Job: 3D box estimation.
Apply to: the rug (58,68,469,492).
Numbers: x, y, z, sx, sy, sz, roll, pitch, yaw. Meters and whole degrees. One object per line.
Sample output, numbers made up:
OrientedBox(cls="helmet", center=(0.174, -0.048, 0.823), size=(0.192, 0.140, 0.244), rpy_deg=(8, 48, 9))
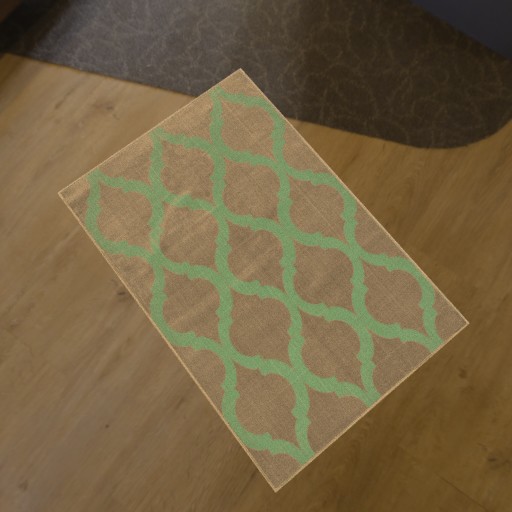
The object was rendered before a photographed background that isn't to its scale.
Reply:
OrientedBox(cls="rug", center=(0.000, 0.000, 2.816), size=(1.524, 0.006, 2.286), rpy_deg=(-37, 79, -8))
